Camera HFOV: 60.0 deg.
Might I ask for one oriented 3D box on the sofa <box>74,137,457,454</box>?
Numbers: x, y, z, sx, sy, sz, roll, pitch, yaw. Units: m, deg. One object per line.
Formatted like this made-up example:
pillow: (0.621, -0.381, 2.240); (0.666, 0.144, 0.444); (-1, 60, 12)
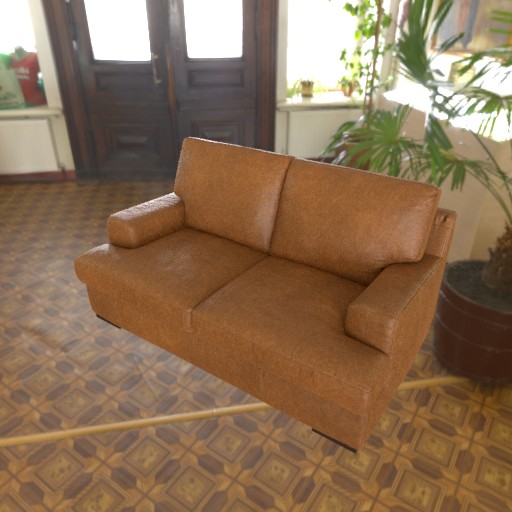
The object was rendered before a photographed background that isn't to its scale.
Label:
sofa: (0.000, 0.000, 2.498); (1.880, 0.966, 1.144); (19, 34, 29)
